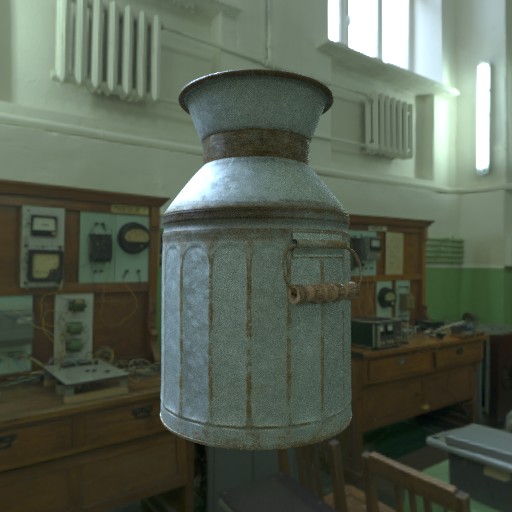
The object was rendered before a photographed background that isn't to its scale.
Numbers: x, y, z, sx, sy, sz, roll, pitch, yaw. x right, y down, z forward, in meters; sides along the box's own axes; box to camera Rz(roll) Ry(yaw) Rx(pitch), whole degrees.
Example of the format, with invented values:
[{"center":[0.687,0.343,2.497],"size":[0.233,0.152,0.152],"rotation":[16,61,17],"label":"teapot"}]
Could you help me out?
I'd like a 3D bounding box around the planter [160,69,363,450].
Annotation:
[{"center":[0.000,0.000,0.510],"size":[0.215,0.358,0.248],"rotation":[0,-1,-37],"label":"planter"}]
